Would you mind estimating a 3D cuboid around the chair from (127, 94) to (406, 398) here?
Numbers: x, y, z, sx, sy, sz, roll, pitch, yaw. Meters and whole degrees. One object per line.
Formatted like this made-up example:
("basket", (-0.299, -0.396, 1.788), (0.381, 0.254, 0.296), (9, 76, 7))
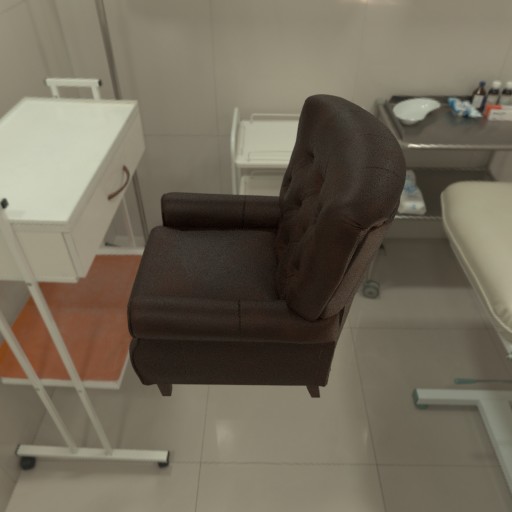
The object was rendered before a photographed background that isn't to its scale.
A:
("chair", (0.000, 0.000, 1.936), (1.058, 1.158, 0.948), (0, 41, 0))
